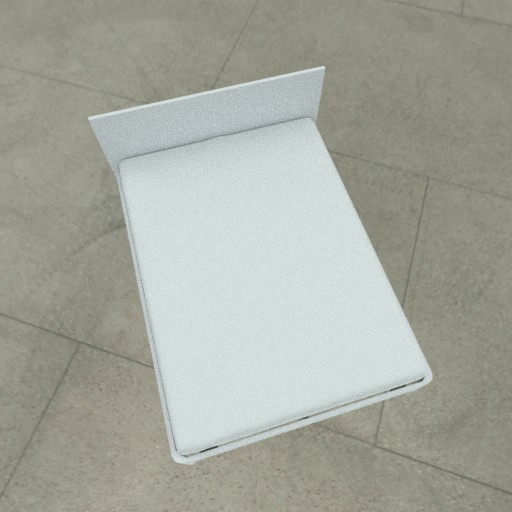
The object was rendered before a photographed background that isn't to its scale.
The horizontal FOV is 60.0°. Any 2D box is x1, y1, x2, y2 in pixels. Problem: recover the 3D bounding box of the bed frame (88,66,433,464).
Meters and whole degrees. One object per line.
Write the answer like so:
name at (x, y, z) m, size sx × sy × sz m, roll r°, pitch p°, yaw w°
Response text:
bed frame at (0.000, 0.000, 2.665) m, size 1.490 × 0.800 × 1.950 m, roll -15°, pitch 65°, yaw -7°
